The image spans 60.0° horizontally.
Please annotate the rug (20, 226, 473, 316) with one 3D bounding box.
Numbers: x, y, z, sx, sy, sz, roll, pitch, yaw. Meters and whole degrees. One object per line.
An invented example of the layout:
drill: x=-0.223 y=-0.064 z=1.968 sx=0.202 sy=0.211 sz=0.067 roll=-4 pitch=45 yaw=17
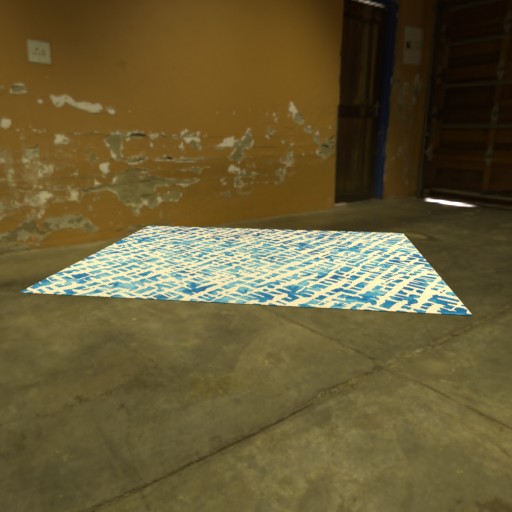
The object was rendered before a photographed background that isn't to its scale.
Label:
rug: x=0.000 y=0.000 z=4.047 sx=3.007 sy=0.007 sz=2.435 roll=2 pitch=15 yaw=8
